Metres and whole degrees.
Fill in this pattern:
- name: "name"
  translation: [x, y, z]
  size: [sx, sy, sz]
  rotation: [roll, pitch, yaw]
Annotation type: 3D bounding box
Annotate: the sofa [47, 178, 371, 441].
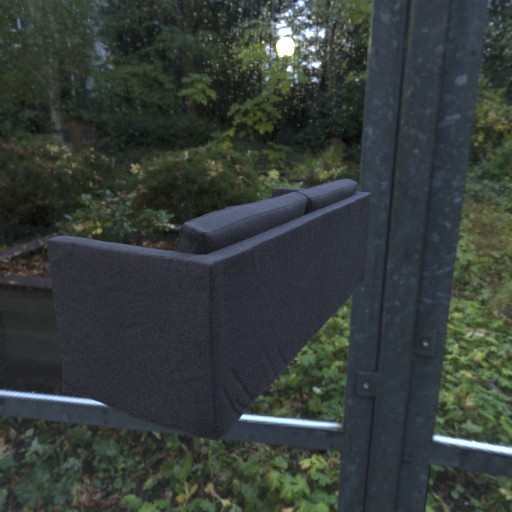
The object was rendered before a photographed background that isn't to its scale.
- name: "sofa"
  translation: [0.000, 0.000, 3.270]
  size: [1.036, 0.998, 2.779]
  rotation: [8, 17, 26]
